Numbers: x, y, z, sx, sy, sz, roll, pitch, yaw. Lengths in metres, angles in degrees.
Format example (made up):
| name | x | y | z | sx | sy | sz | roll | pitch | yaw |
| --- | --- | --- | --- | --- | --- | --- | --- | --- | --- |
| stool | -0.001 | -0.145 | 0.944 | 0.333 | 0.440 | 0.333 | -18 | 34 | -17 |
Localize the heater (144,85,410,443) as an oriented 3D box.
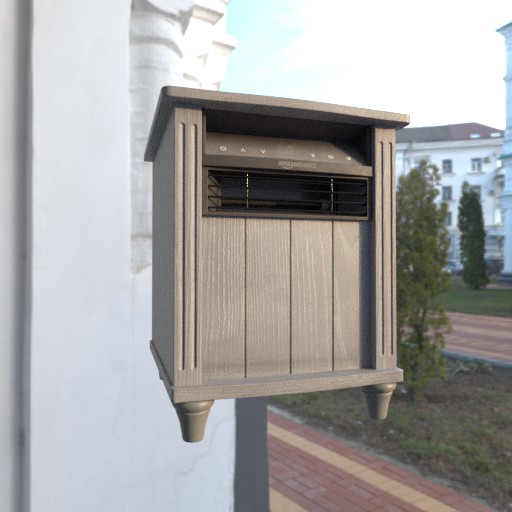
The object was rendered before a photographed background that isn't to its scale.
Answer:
| name | x | y | z | sx | sy | sz | roll | pitch | yaw |
| --- | --- | --- | --- | --- | --- | --- | --- | --- | --- |
| heater | 0.000 | 0.000 | 0.775 | 0.362 | 0.481 | 0.400 | 0 | -1 | -18 |
